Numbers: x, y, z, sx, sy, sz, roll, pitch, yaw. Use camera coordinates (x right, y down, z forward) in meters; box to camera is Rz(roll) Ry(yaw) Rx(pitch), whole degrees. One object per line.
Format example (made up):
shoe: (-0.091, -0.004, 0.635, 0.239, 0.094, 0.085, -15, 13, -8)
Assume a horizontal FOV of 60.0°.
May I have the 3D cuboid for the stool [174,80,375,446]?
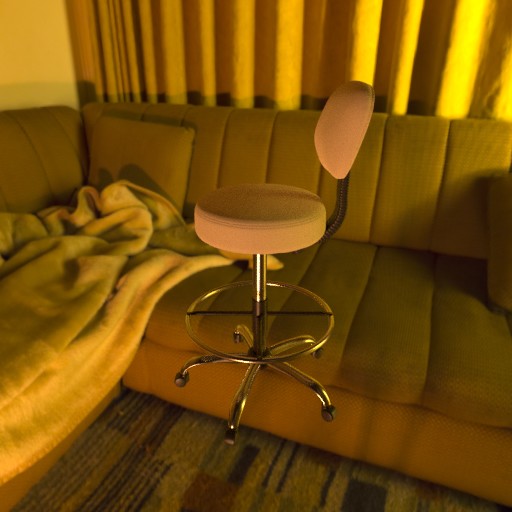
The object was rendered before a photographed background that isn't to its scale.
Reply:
stool: (0.000, 0.000, 1.469, 0.616, 1.080, 0.609, 0, 24, 0)
